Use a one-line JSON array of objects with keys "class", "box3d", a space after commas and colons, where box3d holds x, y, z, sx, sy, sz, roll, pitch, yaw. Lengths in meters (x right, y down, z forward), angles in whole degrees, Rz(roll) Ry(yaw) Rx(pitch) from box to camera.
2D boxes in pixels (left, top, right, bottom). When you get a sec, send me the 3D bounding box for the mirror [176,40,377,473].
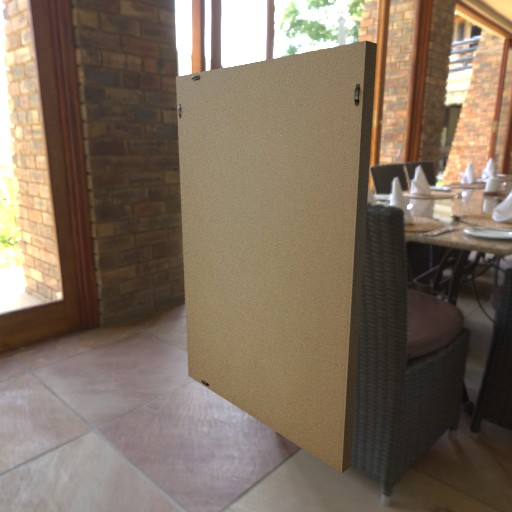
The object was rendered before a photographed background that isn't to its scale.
[{"class": "mirror", "box3d": [0.000, 0.000, 1.132, 0.041, 0.915, 0.609, -13, 19, -42]}]
